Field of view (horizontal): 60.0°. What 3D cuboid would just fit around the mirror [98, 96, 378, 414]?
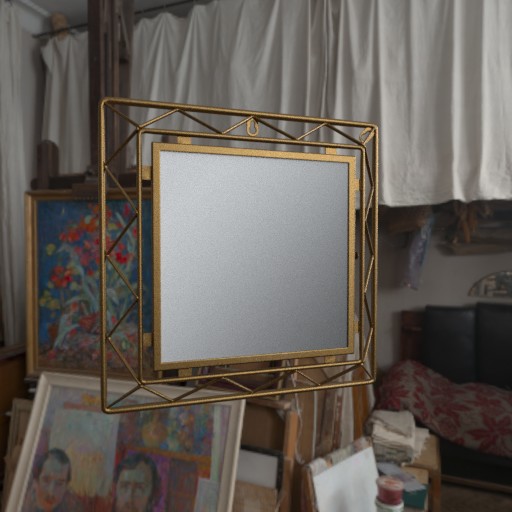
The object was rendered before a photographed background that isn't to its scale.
[{"bbox_3d":[0.000,0.000,0.622,0.416,0.414,0.046,-1,2,-18],"label":"mirror"}]
